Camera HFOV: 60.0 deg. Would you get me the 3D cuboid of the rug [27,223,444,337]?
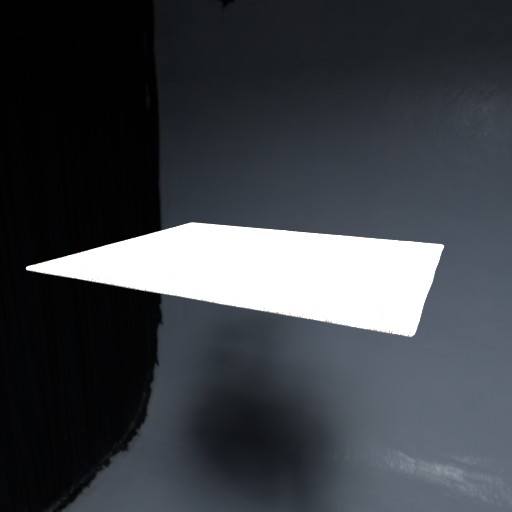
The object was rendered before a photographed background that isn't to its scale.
[{"bbox_3d":[0.000,0.000,4.063,3.047,0.029,2.438,7,15,25],"label":"rug"}]
